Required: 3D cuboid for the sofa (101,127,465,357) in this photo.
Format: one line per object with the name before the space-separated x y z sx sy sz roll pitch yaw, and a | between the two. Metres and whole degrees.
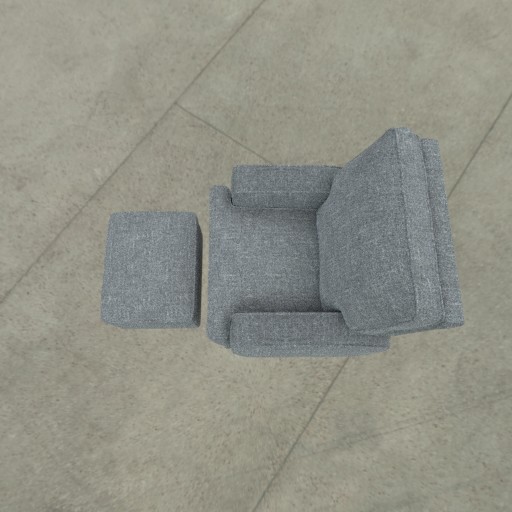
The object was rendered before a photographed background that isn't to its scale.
sofa | 0.000 0.000 2.007 1.472 0.959 0.861 -1 73 0
